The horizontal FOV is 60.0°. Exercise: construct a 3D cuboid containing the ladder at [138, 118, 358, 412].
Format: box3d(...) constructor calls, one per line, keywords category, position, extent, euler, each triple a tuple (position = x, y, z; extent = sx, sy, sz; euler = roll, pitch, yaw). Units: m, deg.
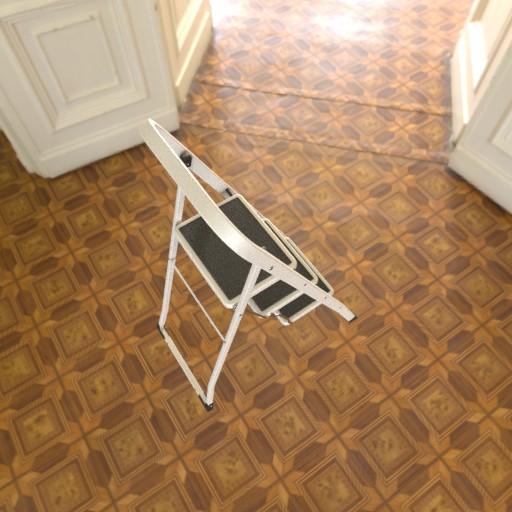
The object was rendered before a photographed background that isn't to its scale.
box3d(category="ladder", position=(0.000, 0.000, 1.384), extent=(0.711, 1.050, 0.460), euler=(-30, 64, -17))
